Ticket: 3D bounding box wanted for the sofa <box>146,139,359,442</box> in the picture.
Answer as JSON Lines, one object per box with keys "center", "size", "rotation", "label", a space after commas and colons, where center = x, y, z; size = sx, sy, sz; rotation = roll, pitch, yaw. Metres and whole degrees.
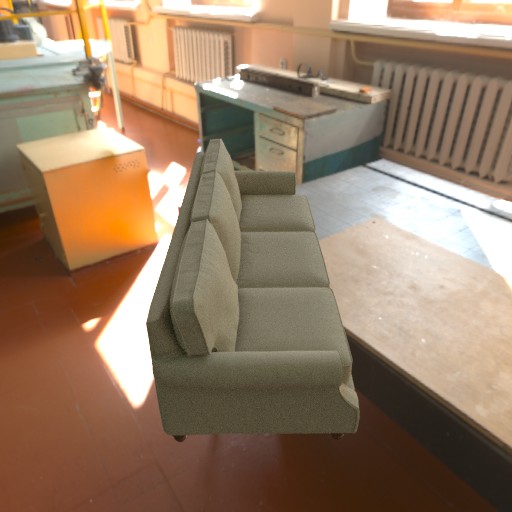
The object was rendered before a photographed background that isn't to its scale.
{"center": [0.000, 0.000, 2.909], "size": [0.966, 0.948, 2.354], "rotation": [-1, 32, -1], "label": "sofa"}
